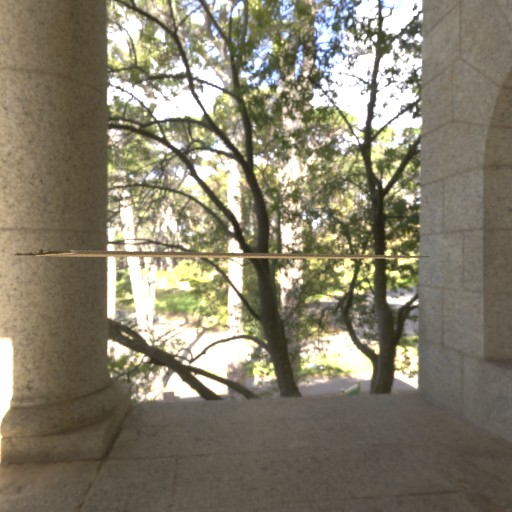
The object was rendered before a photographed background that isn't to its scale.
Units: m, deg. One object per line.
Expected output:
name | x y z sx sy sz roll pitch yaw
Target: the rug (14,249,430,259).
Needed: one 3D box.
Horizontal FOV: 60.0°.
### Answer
rug | 0.000 0.000 2.612 2.438 0.021 0.729 1 -1 -36
